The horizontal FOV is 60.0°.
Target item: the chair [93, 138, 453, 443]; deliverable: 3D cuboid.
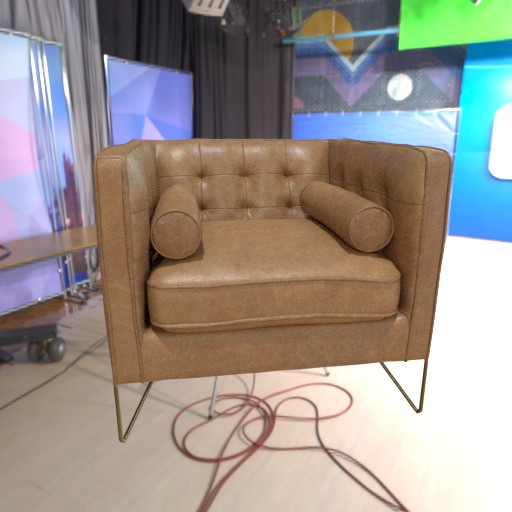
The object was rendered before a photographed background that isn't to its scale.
[{"bbox_3d":[0.000,0.000,1.583,0.920,0.797,0.912,-2,16,-8],"label":"chair"}]
